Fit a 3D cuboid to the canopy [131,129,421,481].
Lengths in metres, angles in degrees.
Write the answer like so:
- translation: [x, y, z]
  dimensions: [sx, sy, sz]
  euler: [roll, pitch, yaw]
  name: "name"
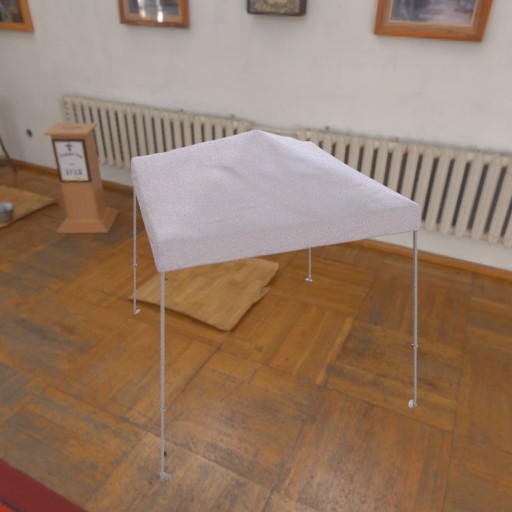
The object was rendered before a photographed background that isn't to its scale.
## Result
- translation: [0.000, 0.000, 5.064]
  dimensions: [2.849, 2.850, 2.850]
  euler: [-9, 30, -16]
  name: "canopy"
